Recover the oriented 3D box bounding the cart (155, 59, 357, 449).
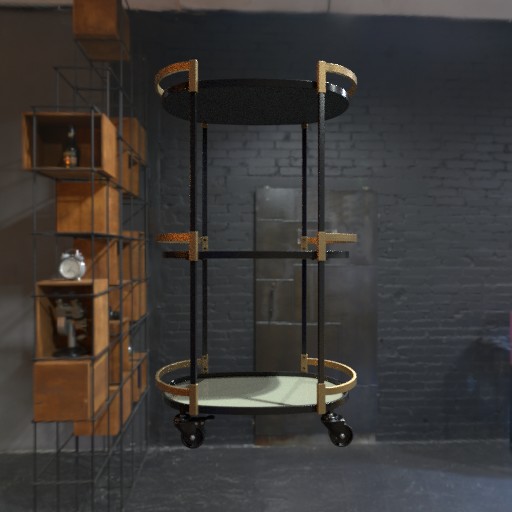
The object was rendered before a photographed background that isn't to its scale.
[{"bbox_3d":[0.000,0.000,1.152,0.515,0.885,0.311,0,0,-1],"label":"cart"}]
